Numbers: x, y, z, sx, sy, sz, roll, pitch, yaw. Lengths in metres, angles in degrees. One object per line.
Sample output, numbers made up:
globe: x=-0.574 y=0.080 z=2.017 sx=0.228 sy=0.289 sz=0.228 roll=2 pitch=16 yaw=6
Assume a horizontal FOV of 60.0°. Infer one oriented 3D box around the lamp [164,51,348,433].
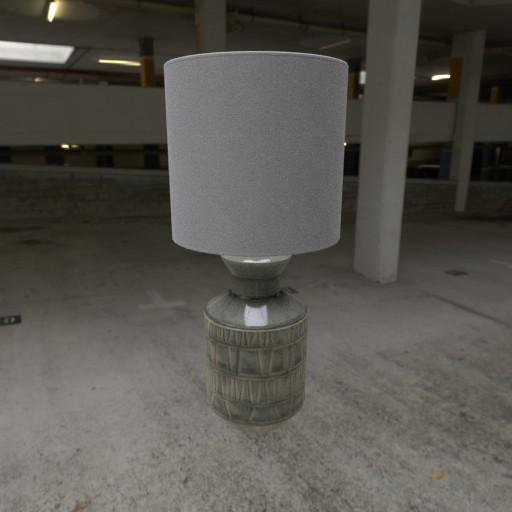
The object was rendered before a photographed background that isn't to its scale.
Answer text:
lamp: x=0.000 y=0.000 z=0.576 sx=0.211 sy=0.455 sz=0.211 roll=-8 pitch=17 yaw=-27
